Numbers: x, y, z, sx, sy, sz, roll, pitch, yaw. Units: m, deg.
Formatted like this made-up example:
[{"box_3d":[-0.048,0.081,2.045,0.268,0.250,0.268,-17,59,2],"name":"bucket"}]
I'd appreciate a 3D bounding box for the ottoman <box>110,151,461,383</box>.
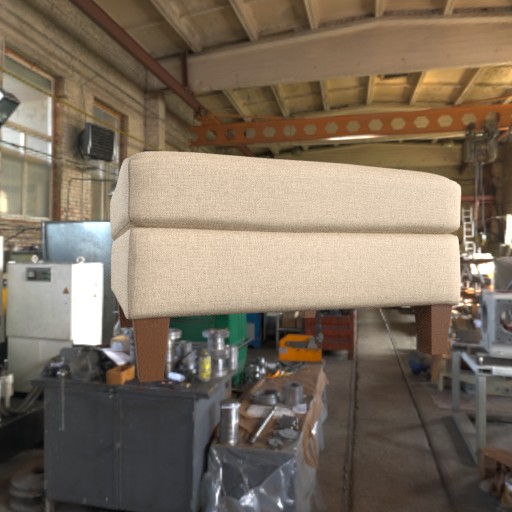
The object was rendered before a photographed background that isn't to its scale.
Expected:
[{"box_3d":[0.000,0.000,1.368,0.838,0.503,0.838,0,0,-20],"name":"ottoman"}]
